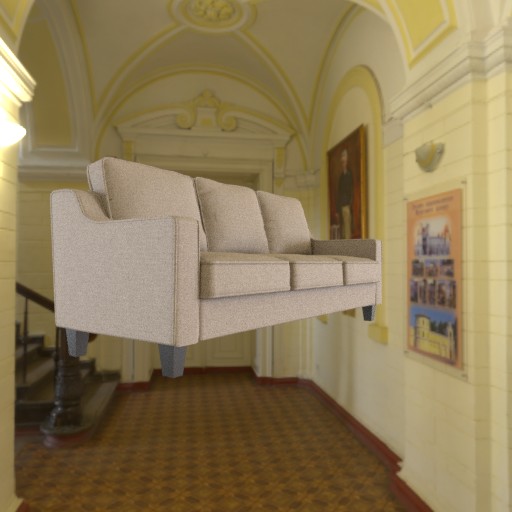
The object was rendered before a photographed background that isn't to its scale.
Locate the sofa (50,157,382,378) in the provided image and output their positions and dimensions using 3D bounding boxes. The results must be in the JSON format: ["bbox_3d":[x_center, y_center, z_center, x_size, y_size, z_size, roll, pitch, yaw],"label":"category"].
[{"bbox_3d":[0.000,0.000,2.710,0.899,0.950,2.129,-1,-1,36],"label":"sofa"}]
